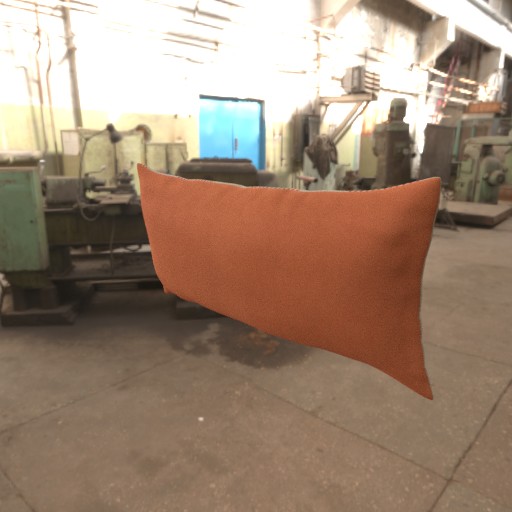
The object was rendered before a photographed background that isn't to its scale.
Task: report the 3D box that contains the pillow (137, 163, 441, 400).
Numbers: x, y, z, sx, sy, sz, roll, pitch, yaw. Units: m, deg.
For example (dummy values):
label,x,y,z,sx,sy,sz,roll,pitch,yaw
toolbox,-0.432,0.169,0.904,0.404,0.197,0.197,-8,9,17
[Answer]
label,x,y,z,sx,sy,sz,roll,pitch,yaw
pillow,0.000,0.000,0.734,0.608,0.292,0.156,14,20,43
